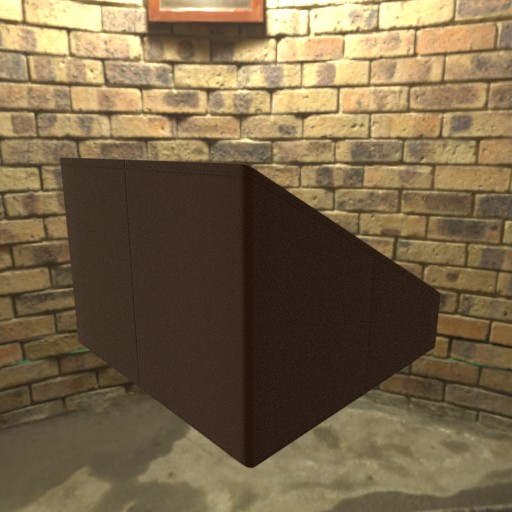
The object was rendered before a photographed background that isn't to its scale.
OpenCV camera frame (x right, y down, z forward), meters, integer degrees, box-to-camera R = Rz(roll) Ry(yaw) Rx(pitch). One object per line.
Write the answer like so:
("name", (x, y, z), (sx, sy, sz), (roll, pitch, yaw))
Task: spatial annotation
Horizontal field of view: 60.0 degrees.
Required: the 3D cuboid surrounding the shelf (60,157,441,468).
("shelf", (0.000, 0.000, 0.482), (0.292, 0.210, 0.292), (-13, 18, -42))
